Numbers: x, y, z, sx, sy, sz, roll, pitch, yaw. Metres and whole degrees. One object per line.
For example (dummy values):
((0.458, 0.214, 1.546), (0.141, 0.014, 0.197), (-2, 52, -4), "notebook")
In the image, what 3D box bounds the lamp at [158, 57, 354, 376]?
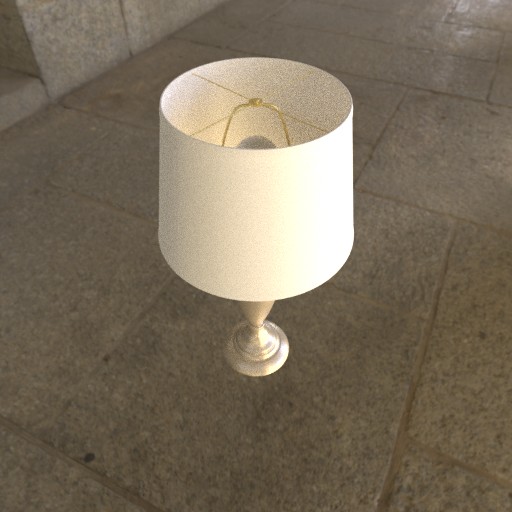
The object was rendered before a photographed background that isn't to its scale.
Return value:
((0.000, 0.000, 0.809), (0.328, 0.612, 0.328), (0, 46, 0), "lamp")
